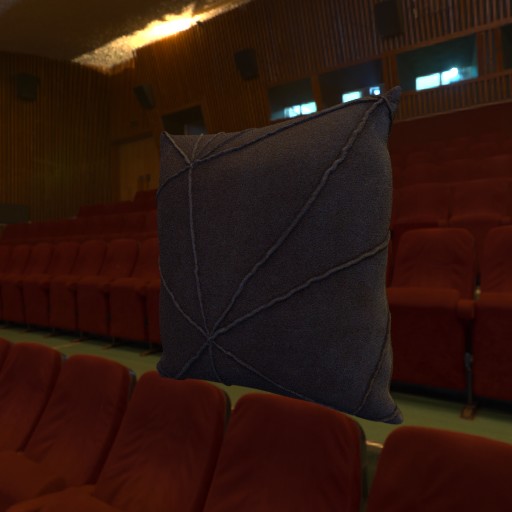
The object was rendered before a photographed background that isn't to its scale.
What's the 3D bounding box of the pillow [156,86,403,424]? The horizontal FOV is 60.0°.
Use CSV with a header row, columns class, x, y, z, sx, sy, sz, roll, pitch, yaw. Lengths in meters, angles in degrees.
class,x,y,z,sx,sy,sz,roll,pitch,yaw
pillow,0.000,0.000,0.675,0.439,0.440,0.183,0,0,35
